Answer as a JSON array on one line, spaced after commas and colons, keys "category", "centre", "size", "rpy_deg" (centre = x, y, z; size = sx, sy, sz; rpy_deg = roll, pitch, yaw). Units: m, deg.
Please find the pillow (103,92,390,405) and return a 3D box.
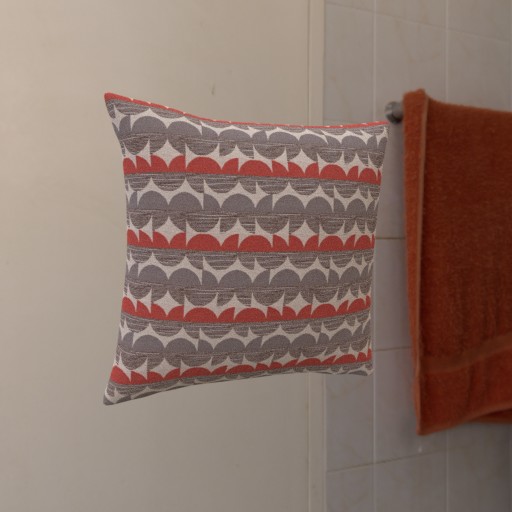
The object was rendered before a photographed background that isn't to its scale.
[{"category": "pillow", "centre": [0.000, 0.000, 0.640], "size": [0.420, 0.410, 0.180], "rpy_deg": [0, 0, -17]}]
